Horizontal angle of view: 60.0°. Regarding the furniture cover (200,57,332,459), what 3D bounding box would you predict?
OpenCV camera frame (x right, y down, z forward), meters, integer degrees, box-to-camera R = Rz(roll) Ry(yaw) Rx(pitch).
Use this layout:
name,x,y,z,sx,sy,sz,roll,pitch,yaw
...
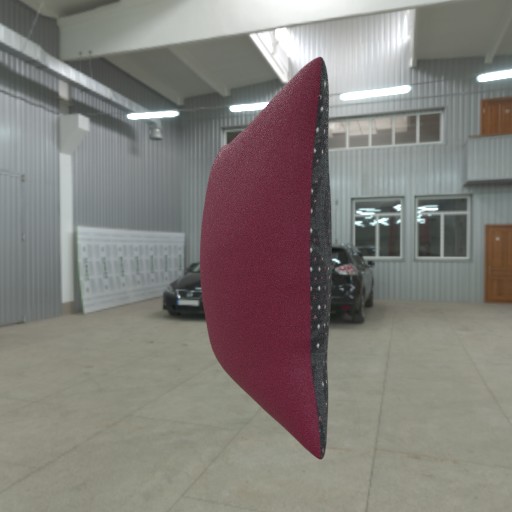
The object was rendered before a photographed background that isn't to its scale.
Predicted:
name,x,y,z,sx,sy,sz,roll,pitch,yaw
furniture cover,0.000,0.000,0.813,0.193,0.509,0.552,0,1,-17
